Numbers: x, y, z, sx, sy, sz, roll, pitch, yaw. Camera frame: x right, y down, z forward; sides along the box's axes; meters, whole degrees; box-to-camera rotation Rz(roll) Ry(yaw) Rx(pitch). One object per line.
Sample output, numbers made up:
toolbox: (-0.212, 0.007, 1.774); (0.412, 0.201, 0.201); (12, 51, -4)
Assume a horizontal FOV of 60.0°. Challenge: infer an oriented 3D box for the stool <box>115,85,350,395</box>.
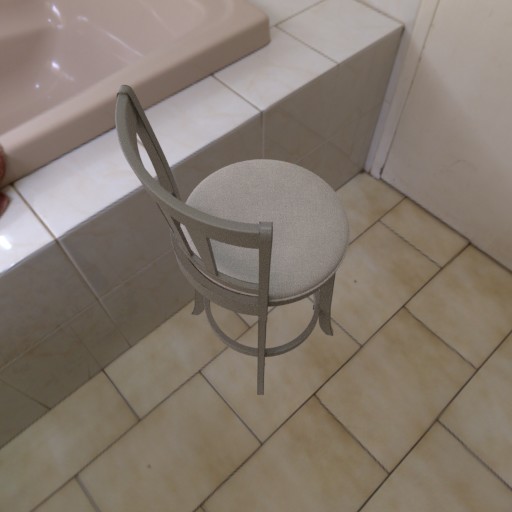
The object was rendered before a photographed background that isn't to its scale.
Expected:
stool: (0.000, 0.000, 1.225); (0.486, 0.994, 0.450); (-35, 64, -20)
